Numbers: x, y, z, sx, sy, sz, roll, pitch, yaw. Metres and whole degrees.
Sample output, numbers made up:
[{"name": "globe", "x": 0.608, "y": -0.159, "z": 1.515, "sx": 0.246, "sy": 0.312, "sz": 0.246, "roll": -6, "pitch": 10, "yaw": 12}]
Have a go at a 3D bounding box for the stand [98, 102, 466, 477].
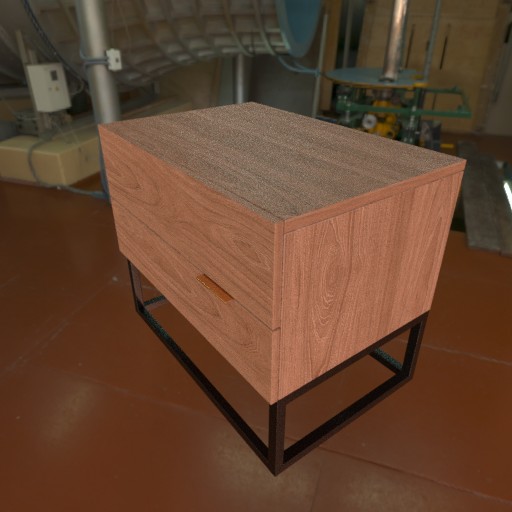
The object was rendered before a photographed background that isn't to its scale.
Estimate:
[{"name": "stand", "x": 0.000, "y": 0.000, "z": 0.956, "sx": 0.420, "sy": 0.500, "sz": 0.600, "roll": -20, "pitch": 36, "yaw": -31}]
